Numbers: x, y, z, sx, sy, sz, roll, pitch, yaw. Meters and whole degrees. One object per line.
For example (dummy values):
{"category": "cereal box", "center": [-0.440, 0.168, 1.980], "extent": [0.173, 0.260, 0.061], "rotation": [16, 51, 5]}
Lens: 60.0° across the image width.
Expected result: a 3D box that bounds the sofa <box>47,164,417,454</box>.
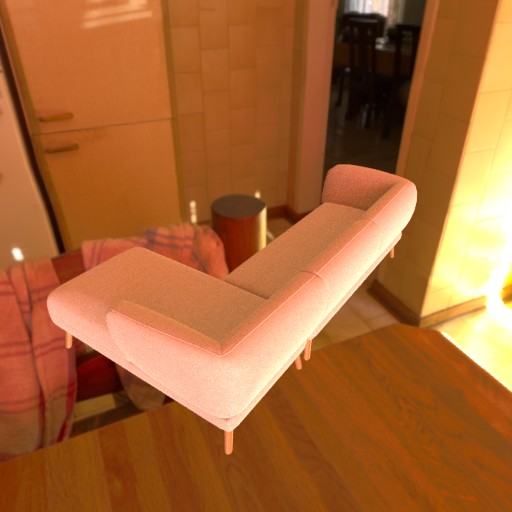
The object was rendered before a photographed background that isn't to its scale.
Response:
{"category": "sofa", "center": [0.000, 0.000, 3.314], "extent": [1.610, 0.730, 2.660], "rotation": [20, 37, 29]}
